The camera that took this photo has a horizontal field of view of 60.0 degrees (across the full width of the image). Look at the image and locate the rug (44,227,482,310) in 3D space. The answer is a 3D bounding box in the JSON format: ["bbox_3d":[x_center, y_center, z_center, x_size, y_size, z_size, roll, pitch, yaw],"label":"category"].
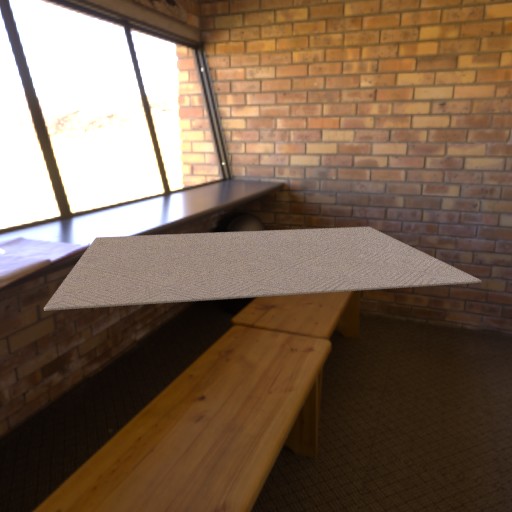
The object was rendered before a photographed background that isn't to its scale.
[{"bbox_3d":[0.000,0.000,2.279,1.753,0.008,1.143,-3,16,-10],"label":"rug"}]
